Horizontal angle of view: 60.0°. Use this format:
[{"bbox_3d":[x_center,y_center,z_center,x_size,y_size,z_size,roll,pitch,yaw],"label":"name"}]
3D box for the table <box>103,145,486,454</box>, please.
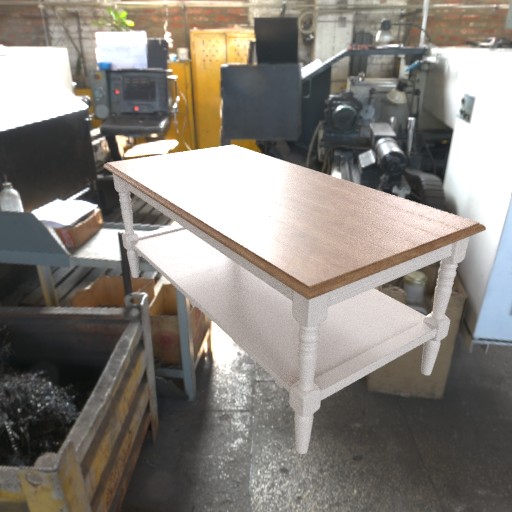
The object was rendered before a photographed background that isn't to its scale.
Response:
[{"bbox_3d":[0.000,0.000,1.420,0.559,0.458,1.118,-17,30,-31],"label":"table"}]
